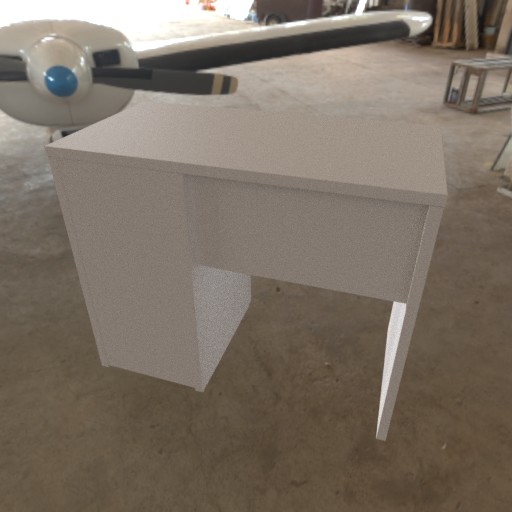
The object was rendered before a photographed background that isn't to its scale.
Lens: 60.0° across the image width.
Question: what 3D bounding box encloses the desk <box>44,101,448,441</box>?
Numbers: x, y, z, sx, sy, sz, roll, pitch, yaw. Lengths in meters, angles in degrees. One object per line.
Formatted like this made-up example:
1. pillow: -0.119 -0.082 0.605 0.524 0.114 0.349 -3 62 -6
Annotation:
1. desk: 0.000 0.000 1.320 0.898 0.730 0.482 10 34 15
